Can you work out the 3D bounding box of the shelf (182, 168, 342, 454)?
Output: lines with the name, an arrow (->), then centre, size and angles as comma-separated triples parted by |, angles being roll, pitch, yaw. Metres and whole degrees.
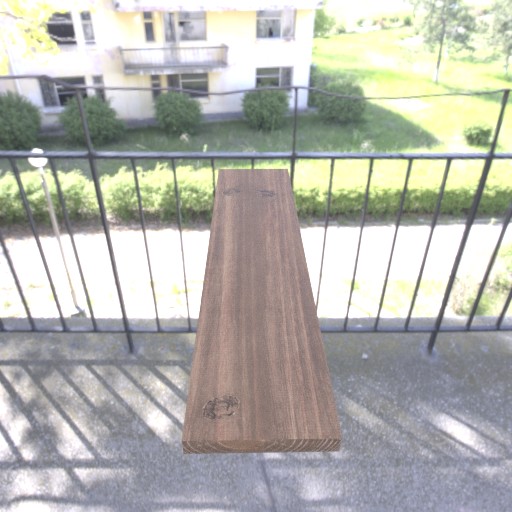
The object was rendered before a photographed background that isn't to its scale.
shelf -> 0.000, 0.000, 0.645 | 0.140, 0.020, 0.610 | -1, 33, -1
